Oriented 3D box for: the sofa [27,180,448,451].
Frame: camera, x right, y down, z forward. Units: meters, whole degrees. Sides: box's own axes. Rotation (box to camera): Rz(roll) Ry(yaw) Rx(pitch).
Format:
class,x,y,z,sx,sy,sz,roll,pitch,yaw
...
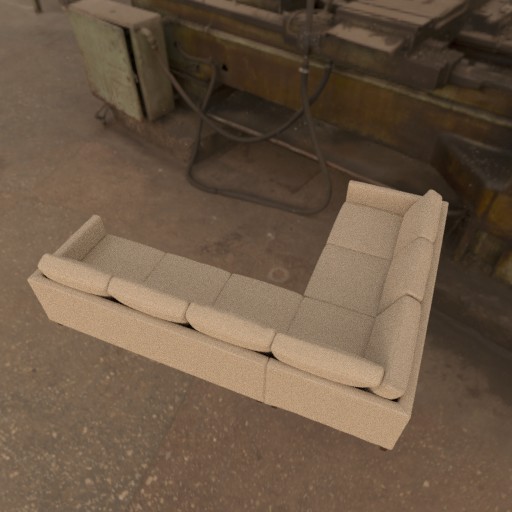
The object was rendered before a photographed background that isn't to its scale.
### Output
class,x,y,z,sx,sy,sz,roll,pitch,yaw
sofa,0.000,0.000,4.247,3.182,0.863,2.432,16,48,15
